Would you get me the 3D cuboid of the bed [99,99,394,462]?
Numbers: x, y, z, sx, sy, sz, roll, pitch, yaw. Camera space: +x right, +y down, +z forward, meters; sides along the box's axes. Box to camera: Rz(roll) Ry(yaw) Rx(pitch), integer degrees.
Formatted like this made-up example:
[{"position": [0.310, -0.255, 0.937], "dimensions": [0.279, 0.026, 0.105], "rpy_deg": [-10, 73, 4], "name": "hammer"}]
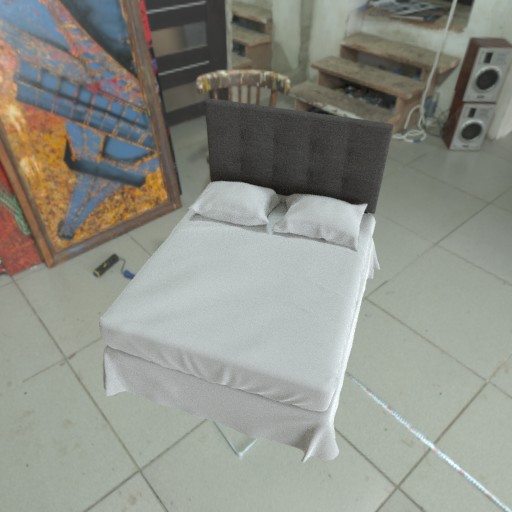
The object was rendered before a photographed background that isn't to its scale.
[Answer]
[{"position": [0.000, 0.000, 3.508], "dimensions": [1.936, 1.577, 2.222], "rpy_deg": [13, 43, 14], "name": "bed"}]
